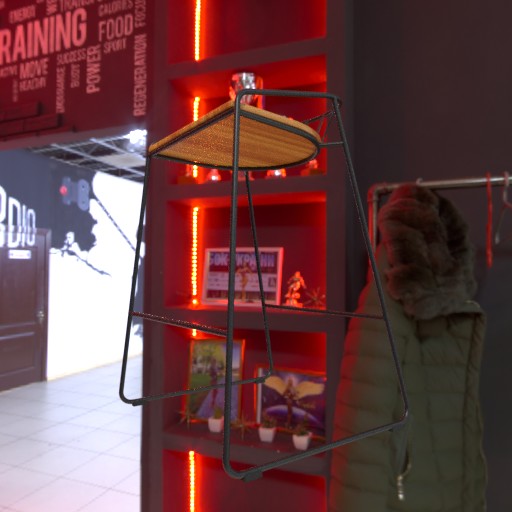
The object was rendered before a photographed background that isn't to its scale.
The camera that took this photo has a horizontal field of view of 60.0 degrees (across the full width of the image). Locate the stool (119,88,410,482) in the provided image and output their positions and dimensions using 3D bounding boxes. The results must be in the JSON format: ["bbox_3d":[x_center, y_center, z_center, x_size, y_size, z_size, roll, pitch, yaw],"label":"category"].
[{"bbox_3d":[0.000,0.000,1.134,0.521,0.812,0.546,1,-2,-36],"label":"stool"}]
